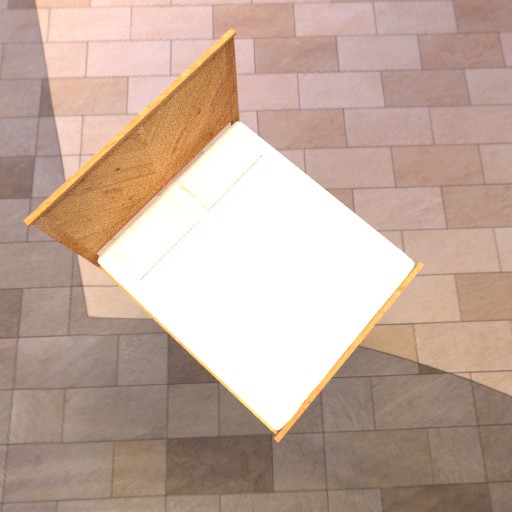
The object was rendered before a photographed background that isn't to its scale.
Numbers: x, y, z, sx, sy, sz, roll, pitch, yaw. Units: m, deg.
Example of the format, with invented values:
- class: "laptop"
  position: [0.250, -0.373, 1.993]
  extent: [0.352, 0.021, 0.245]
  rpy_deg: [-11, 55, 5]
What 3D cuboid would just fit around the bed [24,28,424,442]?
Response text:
- class: "bed"
  position: [0.000, 0.000, 4.143]
  extent: [2.530, 1.938, 2.225]
  rpy_deg: [41, 79, 10]
